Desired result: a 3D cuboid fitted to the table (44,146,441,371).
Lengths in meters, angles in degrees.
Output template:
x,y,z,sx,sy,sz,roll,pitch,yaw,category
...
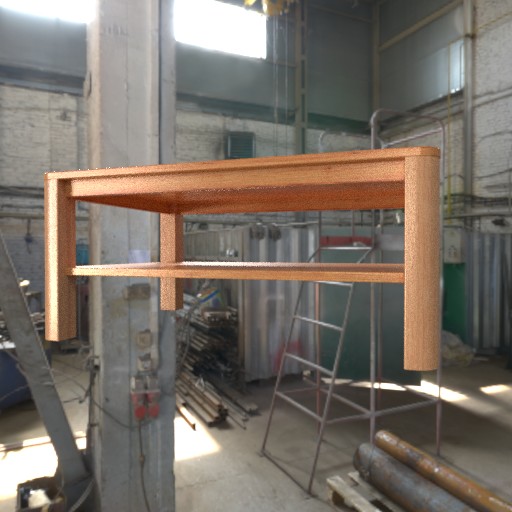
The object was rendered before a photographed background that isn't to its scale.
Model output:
x,y,z,sx,sy,sz,roll,pitch,yaw,category
0.000,0.000,1.352,0.997,0.445,0.696,0,1,19,table
